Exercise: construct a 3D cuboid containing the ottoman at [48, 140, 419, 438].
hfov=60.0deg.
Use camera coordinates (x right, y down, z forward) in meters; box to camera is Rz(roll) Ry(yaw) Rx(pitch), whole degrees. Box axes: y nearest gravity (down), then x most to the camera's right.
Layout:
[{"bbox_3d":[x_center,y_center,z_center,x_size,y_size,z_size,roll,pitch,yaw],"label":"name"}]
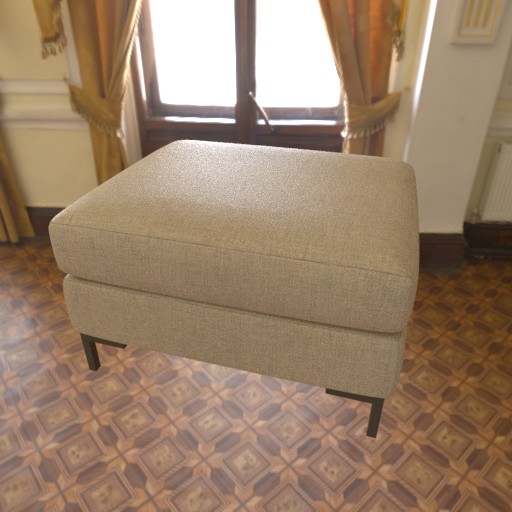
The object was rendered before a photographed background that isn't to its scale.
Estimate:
[{"bbox_3d":[0.000,0.000,1.245,0.820,0.490,0.671,9,32,14],"label":"ottoman"}]
